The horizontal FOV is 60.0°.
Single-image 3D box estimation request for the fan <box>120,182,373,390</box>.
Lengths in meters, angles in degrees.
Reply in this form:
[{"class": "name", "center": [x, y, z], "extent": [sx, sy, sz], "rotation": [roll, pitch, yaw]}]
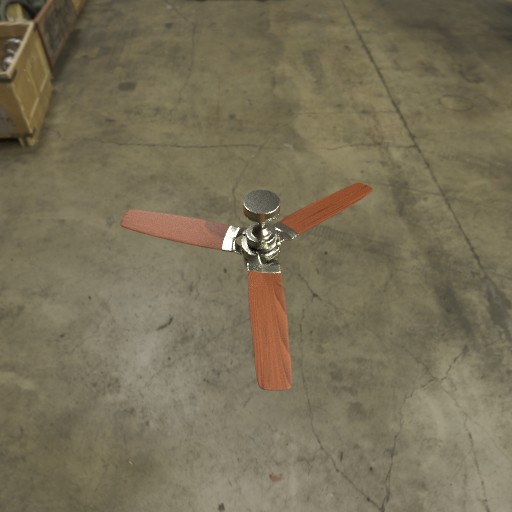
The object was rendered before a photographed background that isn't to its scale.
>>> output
[{"class": "fan", "center": [0.000, 0.000, 2.092], "extent": [1.416, 0.410, 1.271], "rotation": [-3, 47, -2]}]
